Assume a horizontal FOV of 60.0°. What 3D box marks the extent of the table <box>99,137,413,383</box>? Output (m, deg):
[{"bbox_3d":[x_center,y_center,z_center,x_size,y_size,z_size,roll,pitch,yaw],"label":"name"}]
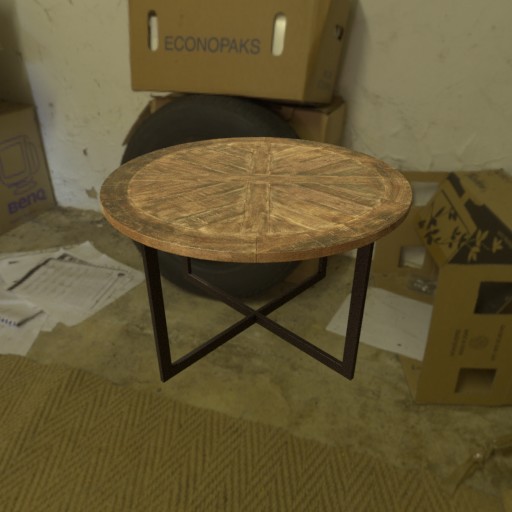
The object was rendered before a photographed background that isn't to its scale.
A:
[{"bbox_3d":[0.000,0.000,2.060,1.264,0.762,1.264,0,30,0],"label":"table"}]
